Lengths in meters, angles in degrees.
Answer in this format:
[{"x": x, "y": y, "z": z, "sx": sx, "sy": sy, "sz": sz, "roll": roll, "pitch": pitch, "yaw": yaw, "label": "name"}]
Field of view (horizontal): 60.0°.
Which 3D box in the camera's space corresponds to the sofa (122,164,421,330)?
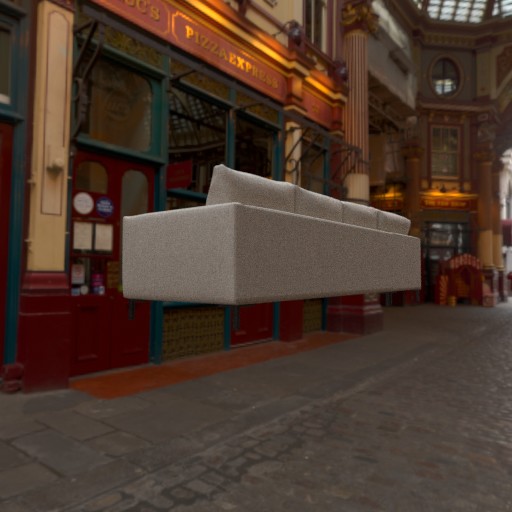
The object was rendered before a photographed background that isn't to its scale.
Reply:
[{"x": 0.000, "y": 0.000, "z": 3.185, "sx": 1.617, "sy": 0.703, "sz": 2.423, "roll": -2, "pitch": -3, "yaw": 37, "label": "sofa"}]
